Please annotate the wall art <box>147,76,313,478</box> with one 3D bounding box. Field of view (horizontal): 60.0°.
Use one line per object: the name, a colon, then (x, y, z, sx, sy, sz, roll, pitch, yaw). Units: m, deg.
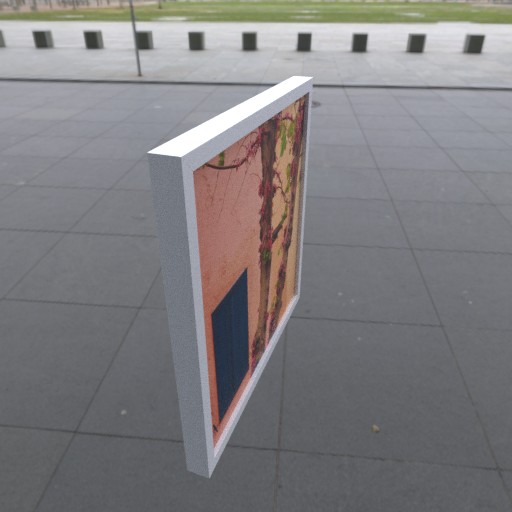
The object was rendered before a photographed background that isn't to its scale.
wall art: (0.000, 0.000, 0.764, 0.038, 0.508, 0.507, 11, 32, 18)
